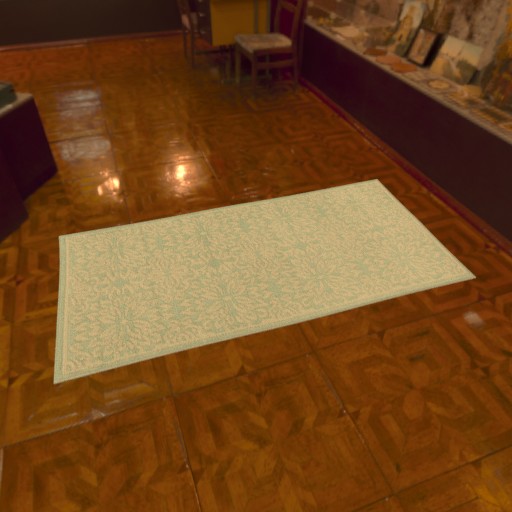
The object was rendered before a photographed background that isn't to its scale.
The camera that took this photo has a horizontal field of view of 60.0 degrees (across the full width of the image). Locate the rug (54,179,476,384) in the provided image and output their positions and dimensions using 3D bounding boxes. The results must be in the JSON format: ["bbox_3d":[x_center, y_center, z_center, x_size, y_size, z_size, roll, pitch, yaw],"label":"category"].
[{"bbox_3d":[0.000,0.000,1.428,1.219,0.007,0.604,-12,42,-13],"label":"rug"}]
